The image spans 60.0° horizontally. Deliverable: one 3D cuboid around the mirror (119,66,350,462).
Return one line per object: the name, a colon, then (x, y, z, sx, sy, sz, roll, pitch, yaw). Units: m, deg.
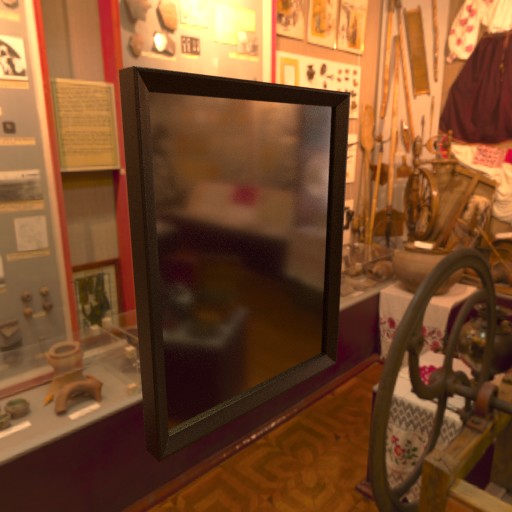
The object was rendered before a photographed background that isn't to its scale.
mirror: (0.000, 0.000, 0.696, 0.406, 0.509, 0.041, -13, 20, -42)
